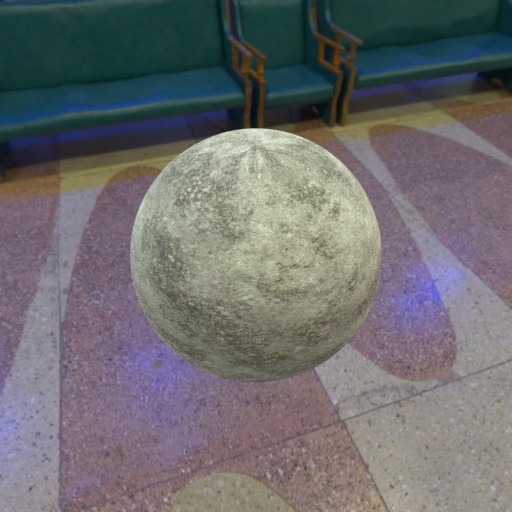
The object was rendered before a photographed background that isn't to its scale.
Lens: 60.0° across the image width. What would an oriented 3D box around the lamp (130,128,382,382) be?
[{"bbox_3d":[0.000,0.000,0.772,0.422,0.429,0.422,0,43,0],"label":"lamp"}]
